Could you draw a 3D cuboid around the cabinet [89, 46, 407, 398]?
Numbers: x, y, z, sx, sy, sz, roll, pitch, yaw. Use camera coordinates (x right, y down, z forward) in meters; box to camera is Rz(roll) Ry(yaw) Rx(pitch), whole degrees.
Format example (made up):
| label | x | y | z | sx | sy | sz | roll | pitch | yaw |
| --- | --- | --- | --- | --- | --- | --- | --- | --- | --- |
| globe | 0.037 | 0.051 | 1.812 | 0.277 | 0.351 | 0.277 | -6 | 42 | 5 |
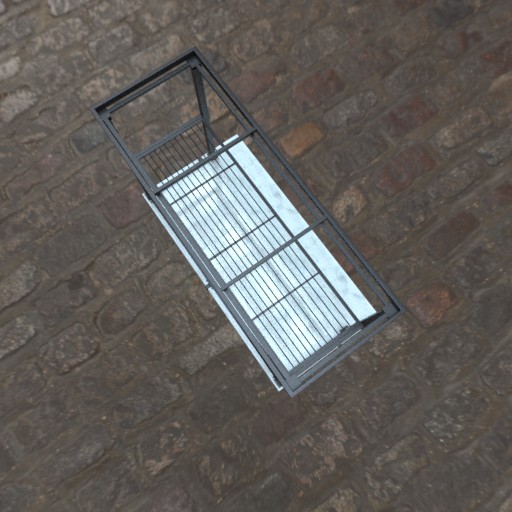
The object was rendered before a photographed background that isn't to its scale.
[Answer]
| label | x | y | z | sx | sy | sz | roll | pitch | yaw |
| --- | --- | --- | --- | --- | --- | --- | --- | --- | --- |
| cabinet | 0.000 | 0.000 | 2.272 | 0.610 | 1.659 | 1.210 | -35 | 78 | -9 |
